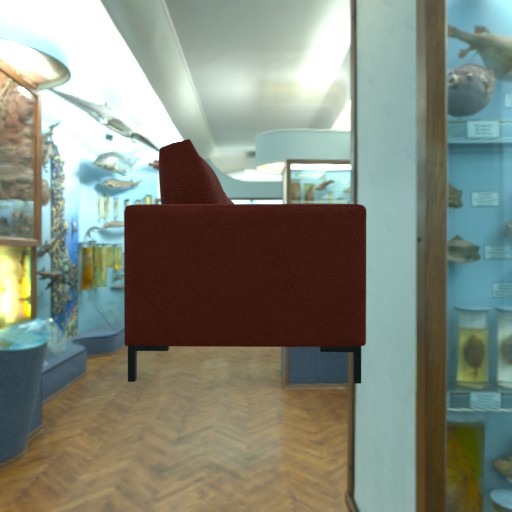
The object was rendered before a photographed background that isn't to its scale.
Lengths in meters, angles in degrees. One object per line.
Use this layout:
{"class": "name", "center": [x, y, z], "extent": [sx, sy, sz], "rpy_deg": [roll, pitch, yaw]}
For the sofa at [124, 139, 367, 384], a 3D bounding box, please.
{"class": "sofa", "center": [0.000, 0.000, 2.641], "extent": [0.875, 0.879, 2.252], "rpy_deg": [0, 0, 1]}
